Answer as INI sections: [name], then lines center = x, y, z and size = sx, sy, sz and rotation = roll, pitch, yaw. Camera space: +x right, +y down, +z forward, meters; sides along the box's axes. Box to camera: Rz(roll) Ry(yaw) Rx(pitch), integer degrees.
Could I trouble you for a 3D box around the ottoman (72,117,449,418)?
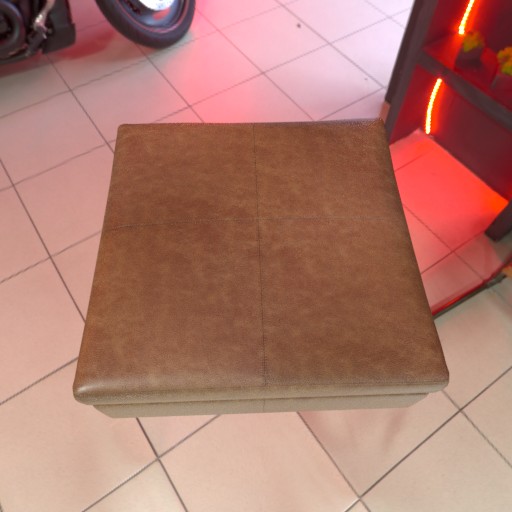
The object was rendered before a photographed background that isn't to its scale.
[ottoman]
center = 0.000, 0.000, 1.786
size = 1.168, 0.483, 1.169
rotation = -2, 59, -1
